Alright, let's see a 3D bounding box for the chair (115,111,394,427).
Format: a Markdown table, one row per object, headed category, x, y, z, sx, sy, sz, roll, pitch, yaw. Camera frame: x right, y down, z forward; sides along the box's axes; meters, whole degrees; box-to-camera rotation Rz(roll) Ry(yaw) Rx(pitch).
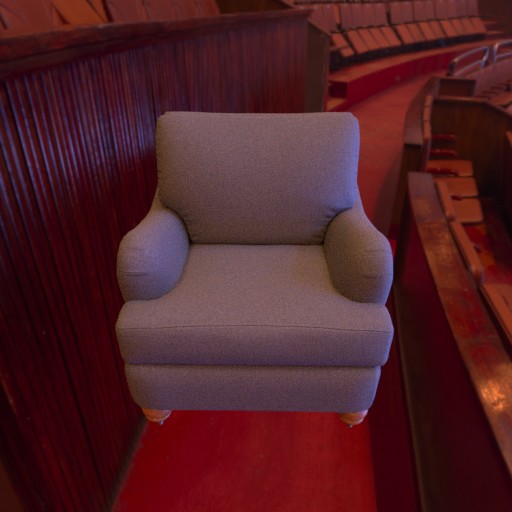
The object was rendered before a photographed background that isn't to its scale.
| category | x | y | z | sx | sy | sz | roll | pitch | yaw |
| --- | --- | --- | --- | --- | --- | --- | --- | --- | --- |
| chair | 0.000 | 0.000 | 1.856 | 0.955 | 1.038 | 1.070 | 1 | 30 | 1 |
